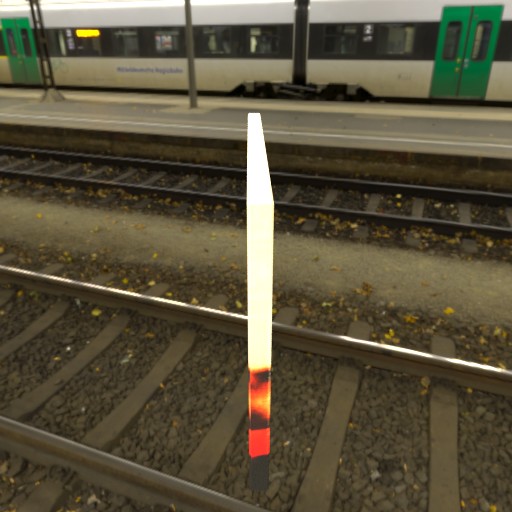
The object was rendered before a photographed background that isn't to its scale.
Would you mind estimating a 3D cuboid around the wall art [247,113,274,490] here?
[{"bbox_3d":[0.000,0.000,1.171,0.038,0.602,0.918,0,25,-1],"label":"wall art"}]
